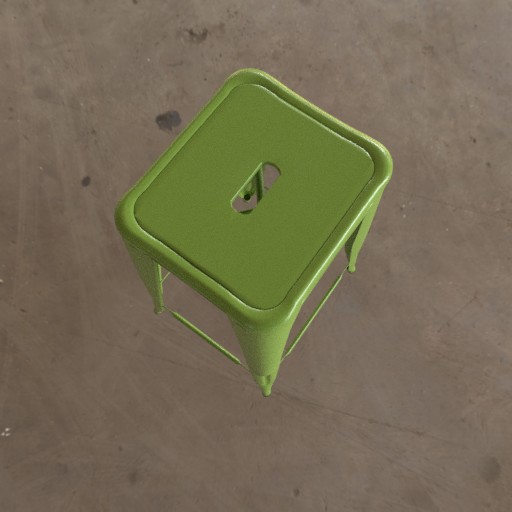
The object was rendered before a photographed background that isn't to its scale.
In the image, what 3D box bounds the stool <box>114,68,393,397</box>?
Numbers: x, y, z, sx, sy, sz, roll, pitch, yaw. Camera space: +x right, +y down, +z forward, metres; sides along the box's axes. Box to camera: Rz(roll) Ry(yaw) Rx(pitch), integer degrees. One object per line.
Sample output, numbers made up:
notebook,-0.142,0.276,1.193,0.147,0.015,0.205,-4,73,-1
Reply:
stool,0.000,0.000,0.838,0.358,0.609,0.398,35,77,10
